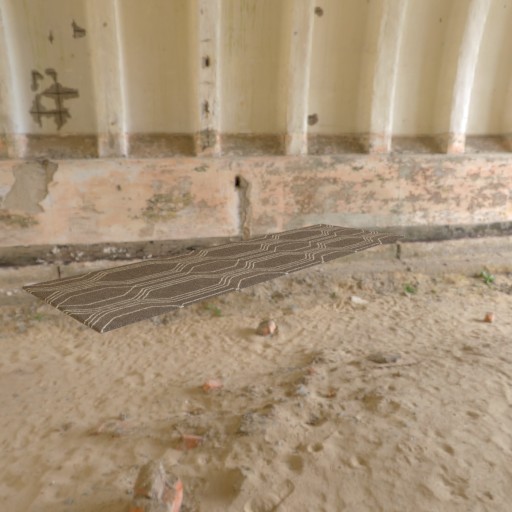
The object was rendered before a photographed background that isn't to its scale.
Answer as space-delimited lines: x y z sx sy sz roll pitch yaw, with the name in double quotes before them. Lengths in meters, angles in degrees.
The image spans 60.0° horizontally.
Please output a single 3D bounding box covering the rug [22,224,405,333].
"rug" 0.000 0.000 2.742 0.773 0.012 2.464 13 19 42
